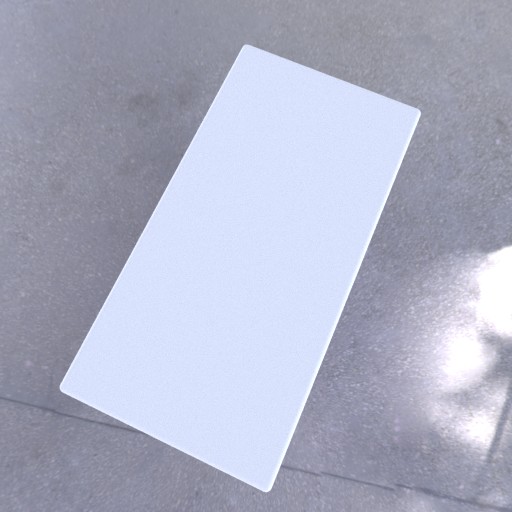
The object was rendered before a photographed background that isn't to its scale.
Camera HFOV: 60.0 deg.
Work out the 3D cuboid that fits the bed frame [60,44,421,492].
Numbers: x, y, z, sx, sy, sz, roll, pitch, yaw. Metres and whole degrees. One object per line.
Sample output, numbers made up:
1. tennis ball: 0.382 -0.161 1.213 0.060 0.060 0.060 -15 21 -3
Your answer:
1. bed frame: 0.000 0.000 2.395 1.023 0.659 1.950 23 76 6
